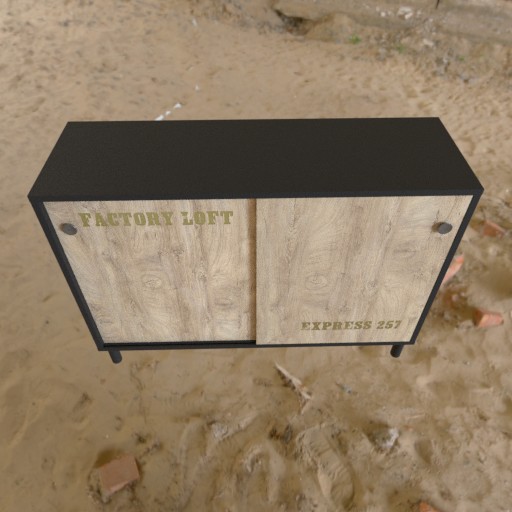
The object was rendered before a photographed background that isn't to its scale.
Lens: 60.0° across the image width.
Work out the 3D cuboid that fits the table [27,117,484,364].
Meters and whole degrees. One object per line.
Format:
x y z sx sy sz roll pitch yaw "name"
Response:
0.000 0.000 1.598 1.200 0.855 0.400 -1 45 -1 "table"
